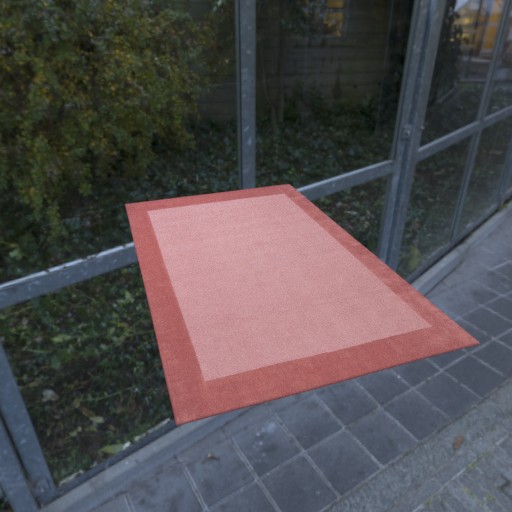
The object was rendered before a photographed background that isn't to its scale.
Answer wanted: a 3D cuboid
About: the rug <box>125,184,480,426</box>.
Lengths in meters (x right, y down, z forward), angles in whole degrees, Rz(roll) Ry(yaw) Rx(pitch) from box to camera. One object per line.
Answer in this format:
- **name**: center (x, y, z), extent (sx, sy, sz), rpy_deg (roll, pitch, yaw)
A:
- **rug**: center (0.000, 0.000, 3.001), extent (1.524, 0.014, 2.438), rpy_deg (-10, 31, -17)
